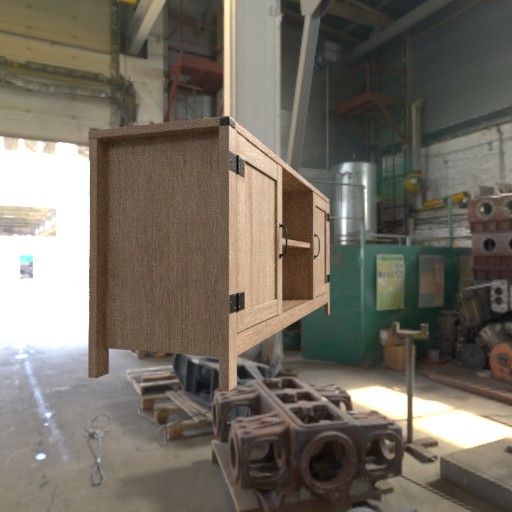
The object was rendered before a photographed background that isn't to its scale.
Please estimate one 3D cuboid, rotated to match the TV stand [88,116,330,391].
[{"bbox_3d":[0.000,0.000,1.728,0.398,0.610,1.466,0,0,18],"label":"TV stand"}]
